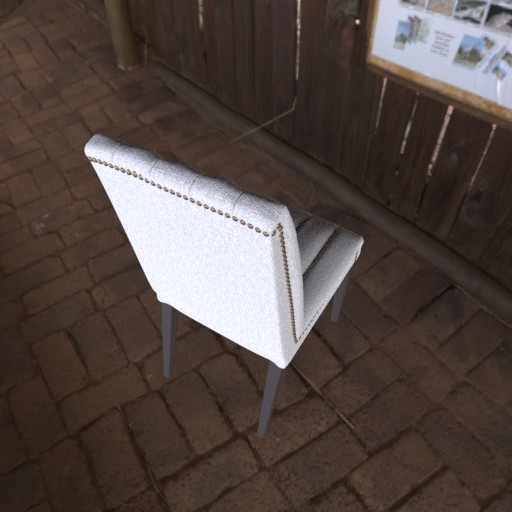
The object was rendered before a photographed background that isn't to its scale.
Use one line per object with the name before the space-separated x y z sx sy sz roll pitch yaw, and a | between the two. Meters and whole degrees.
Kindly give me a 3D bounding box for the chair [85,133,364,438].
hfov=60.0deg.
chair | 0.000 0.000 1.400 0.511 1.016 0.647 25 51 22
